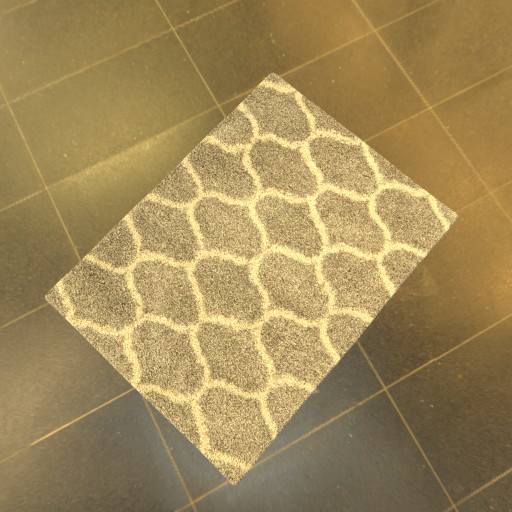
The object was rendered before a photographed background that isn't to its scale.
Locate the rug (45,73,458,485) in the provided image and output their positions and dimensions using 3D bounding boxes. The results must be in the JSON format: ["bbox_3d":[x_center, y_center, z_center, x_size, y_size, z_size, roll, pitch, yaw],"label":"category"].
[{"bbox_3d":[0.000,0.000,2.092,1.200,0.025,1.600,41,80,9],"label":"rug"}]
